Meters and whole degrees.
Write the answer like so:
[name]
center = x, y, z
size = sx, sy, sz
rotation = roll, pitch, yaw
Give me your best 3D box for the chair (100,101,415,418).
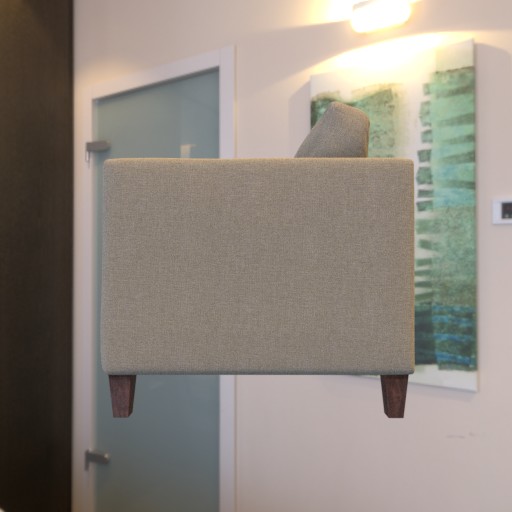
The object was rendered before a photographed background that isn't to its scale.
[chair]
center = 0.000, 0.000, 1.818
size = 0.959, 0.963, 1.107
rotation = 0, 0, 0
